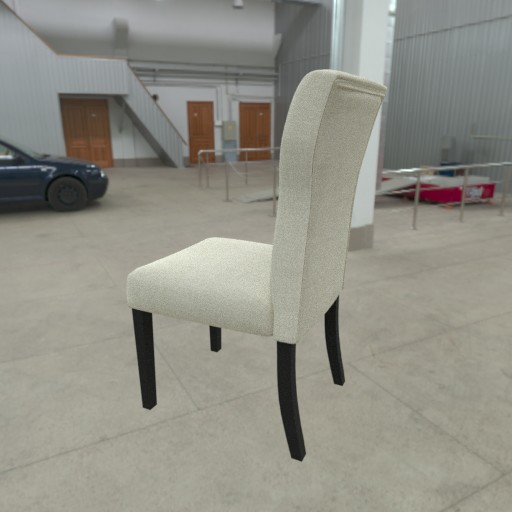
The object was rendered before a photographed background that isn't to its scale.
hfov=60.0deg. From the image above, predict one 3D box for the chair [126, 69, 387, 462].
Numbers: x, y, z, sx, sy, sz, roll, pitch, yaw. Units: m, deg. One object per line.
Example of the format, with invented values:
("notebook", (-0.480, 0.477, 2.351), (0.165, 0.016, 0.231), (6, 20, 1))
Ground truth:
("chair", (0.000, 0.000, 1.255), (0.597, 0.921, 0.509), (8, 19, 25))
